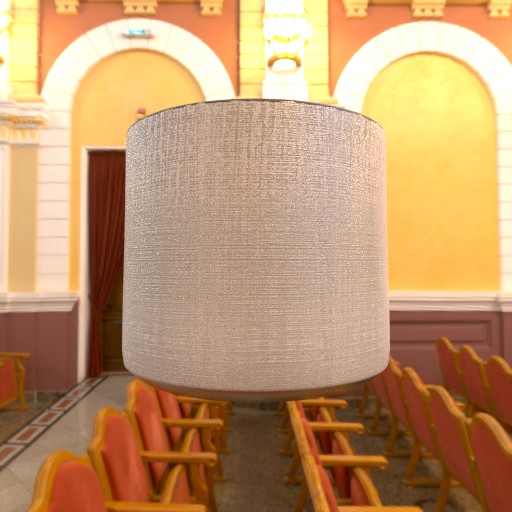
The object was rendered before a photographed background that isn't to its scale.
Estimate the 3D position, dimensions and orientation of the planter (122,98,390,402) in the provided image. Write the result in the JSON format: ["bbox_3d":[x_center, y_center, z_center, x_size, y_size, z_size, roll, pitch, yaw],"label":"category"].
[{"bbox_3d":[0.000,0.000,0.218,0.125,0.112,0.125,0,-1,0],"label":"planter"}]
